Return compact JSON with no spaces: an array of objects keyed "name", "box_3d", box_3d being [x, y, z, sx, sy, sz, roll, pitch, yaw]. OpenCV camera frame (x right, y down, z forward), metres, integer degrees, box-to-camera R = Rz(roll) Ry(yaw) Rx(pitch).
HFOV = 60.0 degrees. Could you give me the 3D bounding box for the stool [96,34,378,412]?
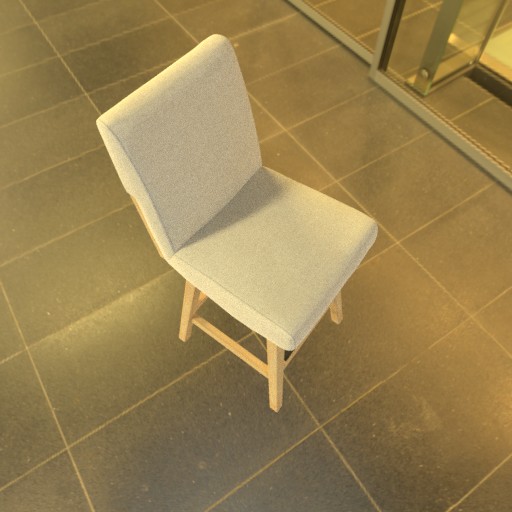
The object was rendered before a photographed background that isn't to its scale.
[{"name":"stool","box_3d":[0.000,0.000,1.302,0.543,1.015,0.446,32,63,19]}]
